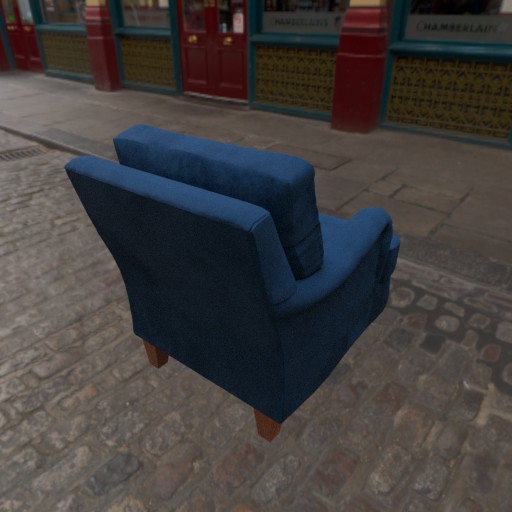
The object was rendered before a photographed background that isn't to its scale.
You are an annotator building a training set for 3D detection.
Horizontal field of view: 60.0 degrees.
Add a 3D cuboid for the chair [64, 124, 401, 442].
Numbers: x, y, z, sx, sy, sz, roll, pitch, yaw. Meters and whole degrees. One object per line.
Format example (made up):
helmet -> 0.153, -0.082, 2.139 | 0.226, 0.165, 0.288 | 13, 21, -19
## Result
chair -> 0.000, 0.000, 1.859 | 0.895, 1.076, 1.078 | 21, 35, 33
